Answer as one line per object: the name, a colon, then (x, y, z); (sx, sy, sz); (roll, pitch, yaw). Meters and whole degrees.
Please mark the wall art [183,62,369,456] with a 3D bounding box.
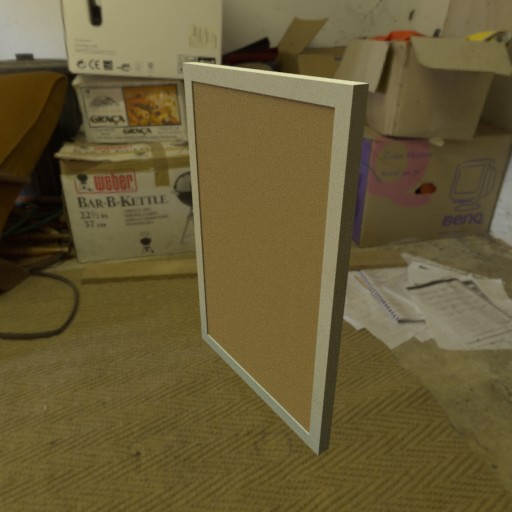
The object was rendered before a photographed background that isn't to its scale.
wall art: (0.000, 0.000, 1.183); (0.039, 0.915, 0.612); (-18, 33, -31)
